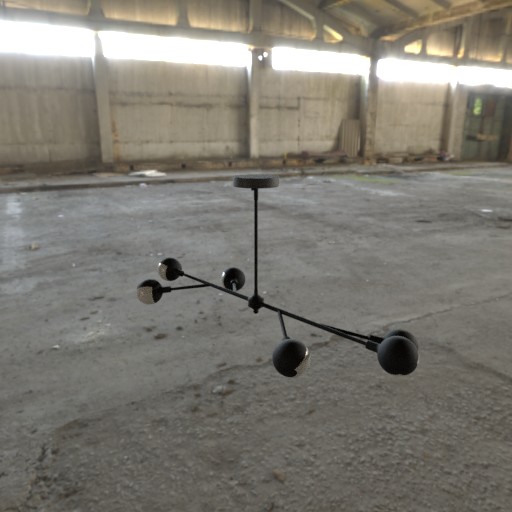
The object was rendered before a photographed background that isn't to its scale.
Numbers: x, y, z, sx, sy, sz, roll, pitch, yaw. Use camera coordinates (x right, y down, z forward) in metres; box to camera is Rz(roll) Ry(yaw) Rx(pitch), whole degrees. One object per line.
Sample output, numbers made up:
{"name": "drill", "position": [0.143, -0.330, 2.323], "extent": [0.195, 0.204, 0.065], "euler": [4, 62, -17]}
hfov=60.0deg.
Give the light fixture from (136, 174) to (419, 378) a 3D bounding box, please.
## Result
{"name": "light fixture", "position": [0.000, 0.000, 1.018], "extent": [0.434, 0.362, 0.778], "euler": [-8, 17, -27]}
